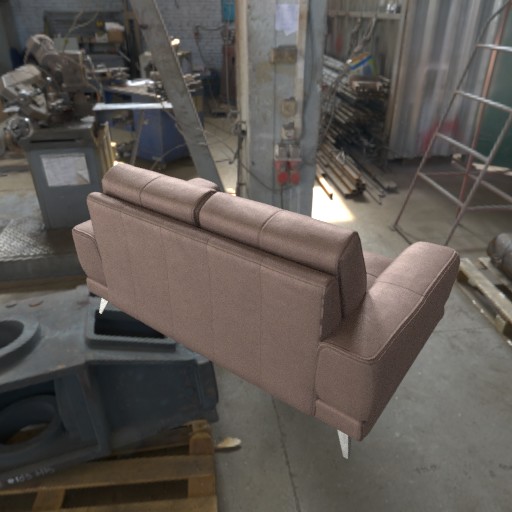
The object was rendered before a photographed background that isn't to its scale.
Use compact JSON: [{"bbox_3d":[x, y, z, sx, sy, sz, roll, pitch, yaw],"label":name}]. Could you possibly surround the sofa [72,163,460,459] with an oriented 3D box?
[{"bbox_3d":[0.000,0.000,2.319,1.806,0.907,1.018,20,35,31],"label":"sofa"}]
